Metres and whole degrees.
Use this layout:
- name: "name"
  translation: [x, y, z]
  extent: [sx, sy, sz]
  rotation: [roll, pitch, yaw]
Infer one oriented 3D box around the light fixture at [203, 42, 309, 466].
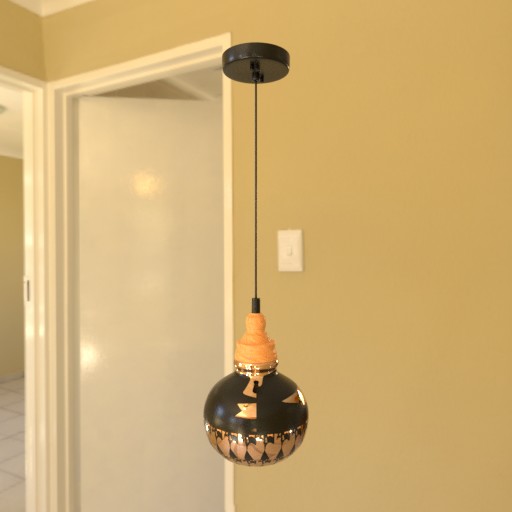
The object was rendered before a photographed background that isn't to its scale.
- name: "light fixture"
  translation: [0.000, 0.000, 1.811]
  extent: [0.430, 1.606, 0.430]
  rotation: [0, 1, 18]
